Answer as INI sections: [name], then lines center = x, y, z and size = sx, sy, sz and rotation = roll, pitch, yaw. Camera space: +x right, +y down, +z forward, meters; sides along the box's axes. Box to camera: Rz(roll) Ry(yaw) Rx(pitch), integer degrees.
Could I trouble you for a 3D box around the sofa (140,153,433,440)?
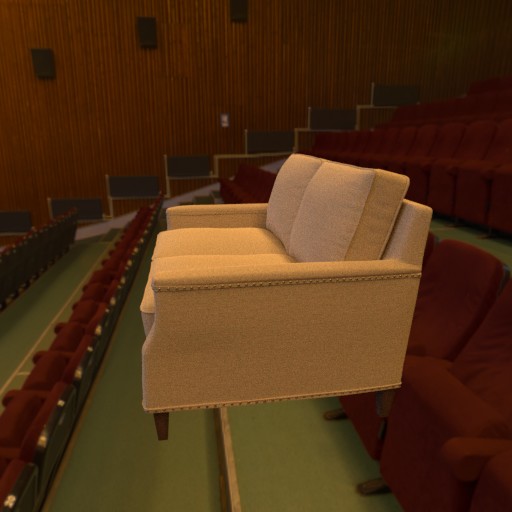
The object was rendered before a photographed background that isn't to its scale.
[sofa]
center = 0.000, 0.000, 2.323
size = 1.084, 1.003, 1.597
rotation = -2, 15, -9
